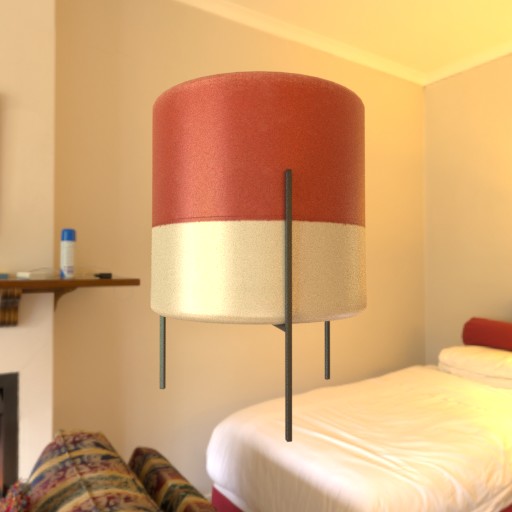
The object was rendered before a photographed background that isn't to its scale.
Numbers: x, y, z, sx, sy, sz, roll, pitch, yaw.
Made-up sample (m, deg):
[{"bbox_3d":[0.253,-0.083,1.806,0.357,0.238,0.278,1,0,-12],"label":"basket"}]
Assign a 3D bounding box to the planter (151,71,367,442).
[{"bbox_3d":[0.000,0.000,0.729,0.354,0.465,0.345,0,-1,18],"label":"planter"}]
